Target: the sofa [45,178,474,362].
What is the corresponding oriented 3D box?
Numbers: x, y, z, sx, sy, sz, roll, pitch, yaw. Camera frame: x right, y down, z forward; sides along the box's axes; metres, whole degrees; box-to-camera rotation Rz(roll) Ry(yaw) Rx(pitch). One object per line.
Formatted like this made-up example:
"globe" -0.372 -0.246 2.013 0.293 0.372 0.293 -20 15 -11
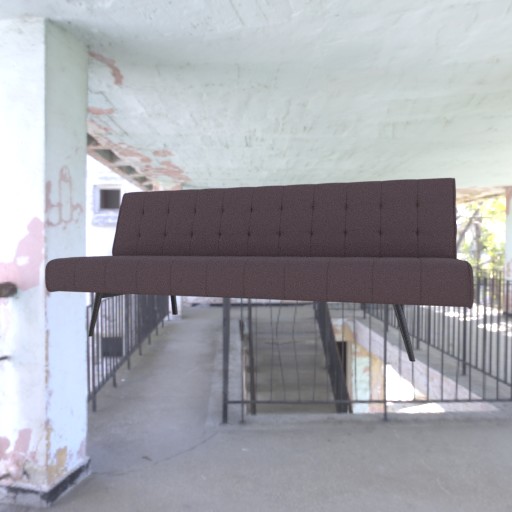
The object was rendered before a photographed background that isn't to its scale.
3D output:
"sofa" 0.000 0.000 2.022 1.703 0.699 0.747 0 1 19
